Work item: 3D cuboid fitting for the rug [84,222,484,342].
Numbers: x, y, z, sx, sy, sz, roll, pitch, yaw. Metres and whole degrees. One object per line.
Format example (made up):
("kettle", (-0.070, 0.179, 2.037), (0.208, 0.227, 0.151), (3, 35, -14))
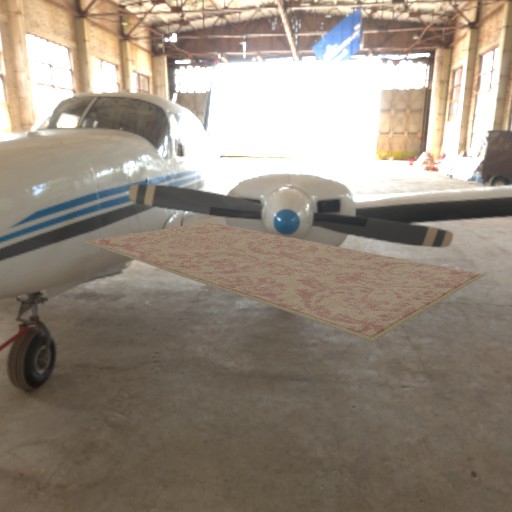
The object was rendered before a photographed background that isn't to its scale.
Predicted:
("rug", (0.000, 0.000, 1.459), (1.219, 0.007, 0.604), (14, 20, 43))
